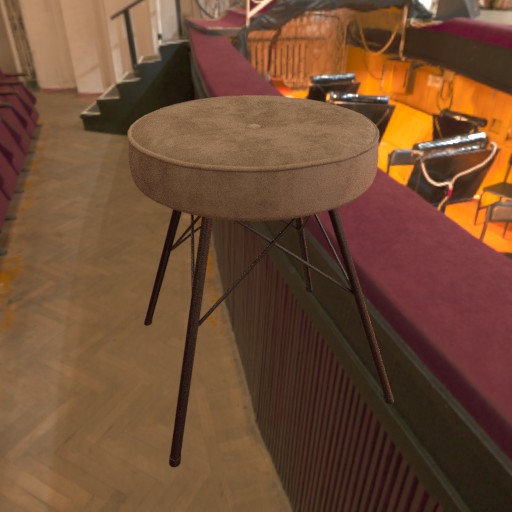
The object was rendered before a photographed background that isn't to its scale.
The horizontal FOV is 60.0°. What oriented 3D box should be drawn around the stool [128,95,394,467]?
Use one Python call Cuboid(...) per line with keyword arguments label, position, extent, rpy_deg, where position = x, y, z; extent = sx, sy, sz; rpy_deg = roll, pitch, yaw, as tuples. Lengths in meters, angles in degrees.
Cuboid(label="stool", position=(0.000, 0.000, 0.864), extent=(0.457, 0.538, 0.423), rpy_deg=(-10, 33, -16))
